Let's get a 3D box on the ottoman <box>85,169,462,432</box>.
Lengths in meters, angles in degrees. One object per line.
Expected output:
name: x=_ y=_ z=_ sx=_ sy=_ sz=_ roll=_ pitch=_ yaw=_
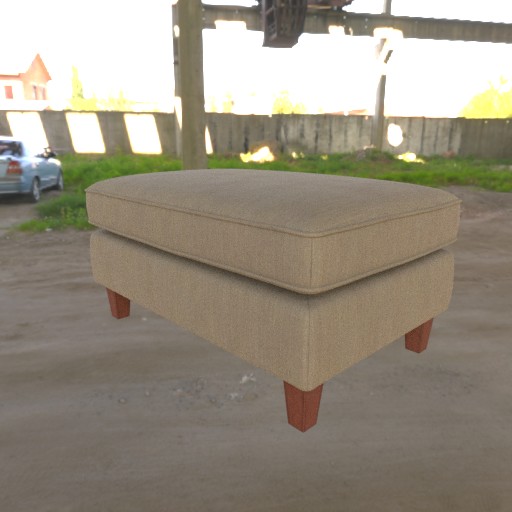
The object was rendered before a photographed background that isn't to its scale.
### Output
ottoman: x=0.000 y=0.000 z=1.304 sx=0.636 sy=0.480 sz=0.941 roll=-14 pitch=21 yaw=-42
